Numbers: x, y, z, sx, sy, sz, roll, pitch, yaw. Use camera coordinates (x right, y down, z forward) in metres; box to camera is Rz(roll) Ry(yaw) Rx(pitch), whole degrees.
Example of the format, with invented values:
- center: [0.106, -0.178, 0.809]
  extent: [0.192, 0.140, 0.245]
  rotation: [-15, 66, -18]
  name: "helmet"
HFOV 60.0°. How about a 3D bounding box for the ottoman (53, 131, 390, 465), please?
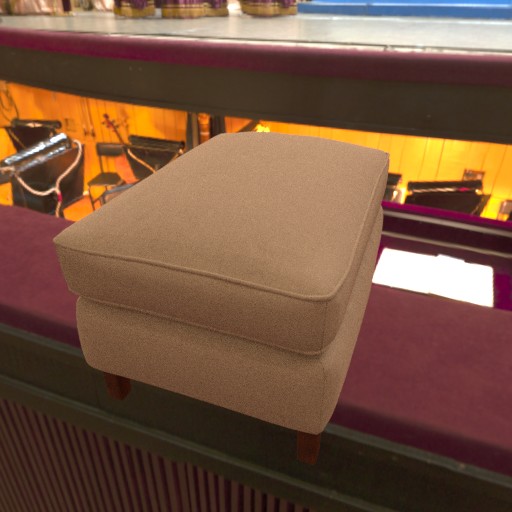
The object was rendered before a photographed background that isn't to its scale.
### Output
- center: [0.000, 0.000, 0.972]
  extent: [0.501, 0.456, 0.665]
  rotation: [11, 33, 18]
  name: "ottoman"
